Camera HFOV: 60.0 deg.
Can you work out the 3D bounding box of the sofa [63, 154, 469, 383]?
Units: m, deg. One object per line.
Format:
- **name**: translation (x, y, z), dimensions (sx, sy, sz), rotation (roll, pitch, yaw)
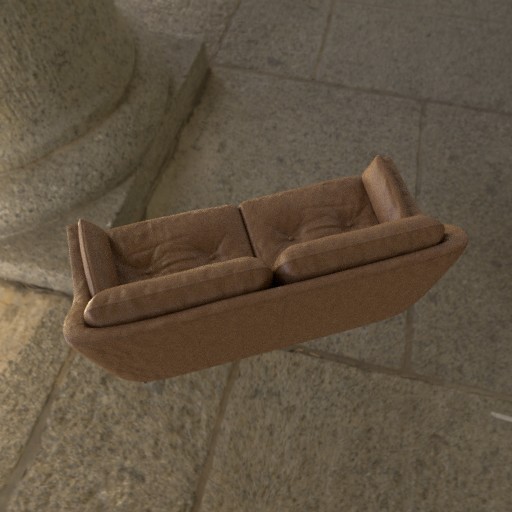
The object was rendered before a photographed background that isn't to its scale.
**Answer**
- **sofa**: translation (0.000, 0.000, 2.394), dimensions (1.902, 0.839, 0.904), rotation (-13, 60, -8)
